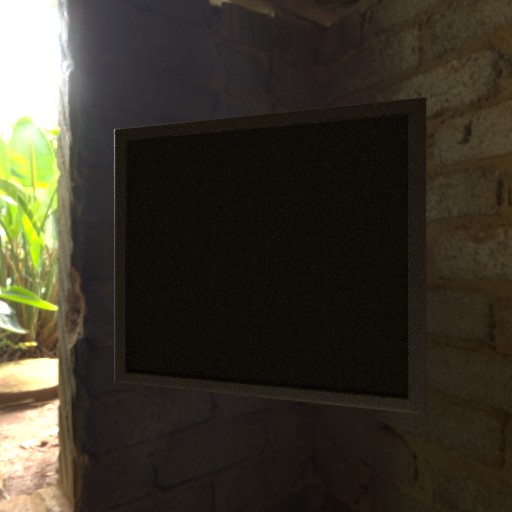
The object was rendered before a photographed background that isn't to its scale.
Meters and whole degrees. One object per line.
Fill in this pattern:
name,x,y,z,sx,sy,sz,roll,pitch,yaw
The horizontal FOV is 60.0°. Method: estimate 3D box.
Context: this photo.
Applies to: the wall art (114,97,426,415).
wall art,0.000,0.000,0.532,0.380,0.330,0.028,0,0,18
